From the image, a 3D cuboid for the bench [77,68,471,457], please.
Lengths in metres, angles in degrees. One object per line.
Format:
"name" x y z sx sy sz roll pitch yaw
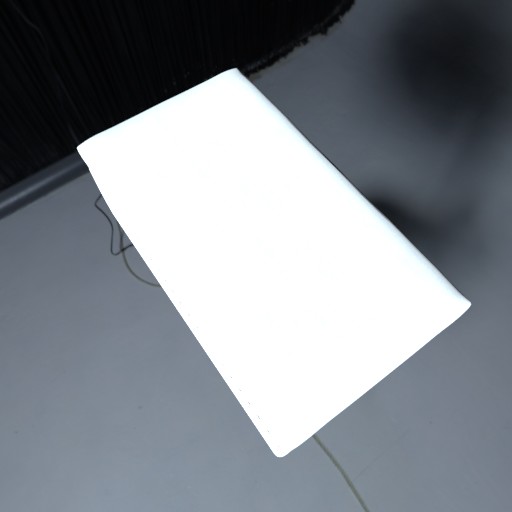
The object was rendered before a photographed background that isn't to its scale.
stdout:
"bench" 0.000 0.000 1.207 0.500 0.449 0.887 -33 68 -15
